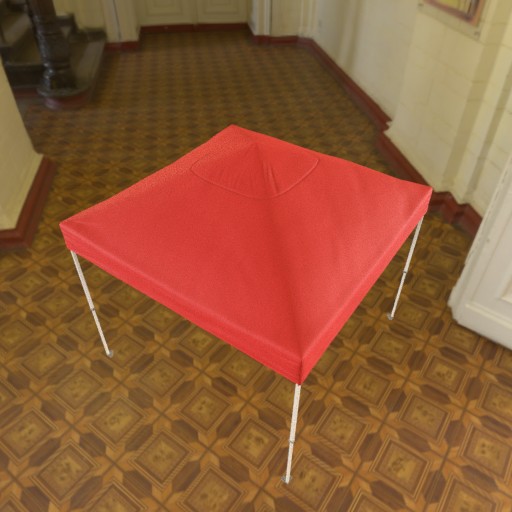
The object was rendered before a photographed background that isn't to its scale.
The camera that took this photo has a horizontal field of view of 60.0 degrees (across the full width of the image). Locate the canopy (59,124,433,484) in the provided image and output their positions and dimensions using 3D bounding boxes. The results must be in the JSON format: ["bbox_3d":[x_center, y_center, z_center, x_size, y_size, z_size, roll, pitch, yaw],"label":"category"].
[{"bbox_3d":[0.000,0.000,5.403,2.998,2.997,2.996,25,47,26],"label":"canopy"}]
